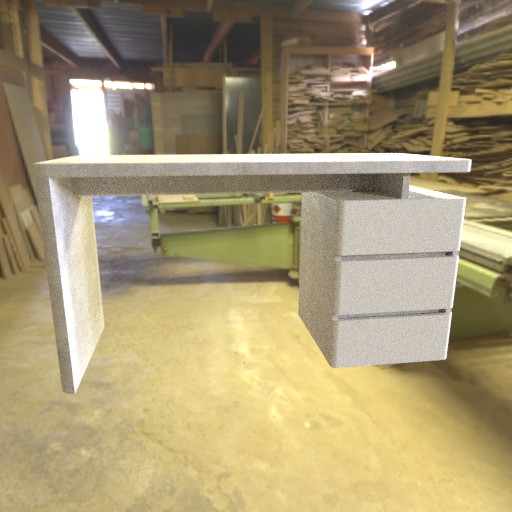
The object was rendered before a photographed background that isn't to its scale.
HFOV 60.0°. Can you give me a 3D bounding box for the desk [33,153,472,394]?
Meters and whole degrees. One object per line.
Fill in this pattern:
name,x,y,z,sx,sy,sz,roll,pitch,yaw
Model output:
desk,0.000,0.000,1.732,1.400,0.755,0.550,-2,15,-8
